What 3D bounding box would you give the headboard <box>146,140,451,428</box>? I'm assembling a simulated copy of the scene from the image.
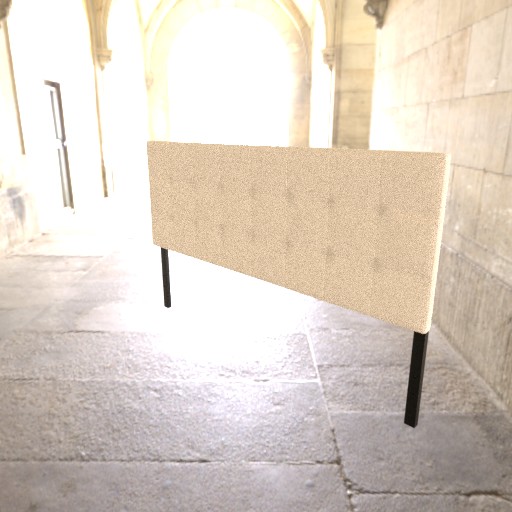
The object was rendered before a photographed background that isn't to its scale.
[{"bbox_3d":[0.000,0.000,2.892,2.362,1.410,0.120,16,23,43],"label":"headboard"}]
